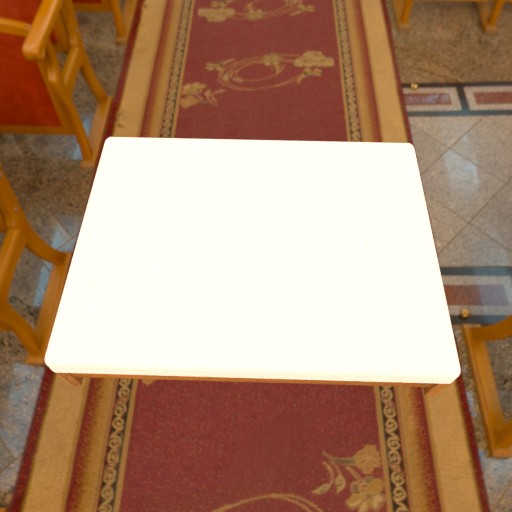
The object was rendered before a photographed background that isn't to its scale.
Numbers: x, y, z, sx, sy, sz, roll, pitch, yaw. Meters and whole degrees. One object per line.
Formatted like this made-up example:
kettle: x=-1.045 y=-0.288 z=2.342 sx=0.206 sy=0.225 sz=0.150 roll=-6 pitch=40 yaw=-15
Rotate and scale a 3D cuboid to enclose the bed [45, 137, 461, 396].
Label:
bed: x=0.000 y=0.000 z=2.673 sx=2.016 sy=0.431 sz=1.536 roll=1 pitch=59 yaw=1
